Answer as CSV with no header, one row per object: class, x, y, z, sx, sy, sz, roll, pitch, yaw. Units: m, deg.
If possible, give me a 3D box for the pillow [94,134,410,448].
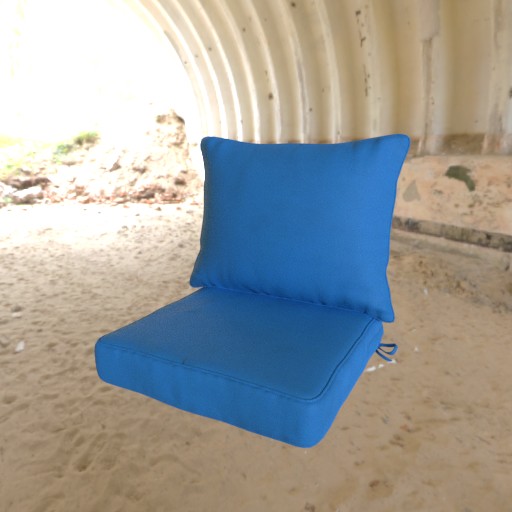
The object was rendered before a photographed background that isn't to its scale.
pillow,0.000,0.000,1.357,0.798,0.725,0.733,7,16,27
